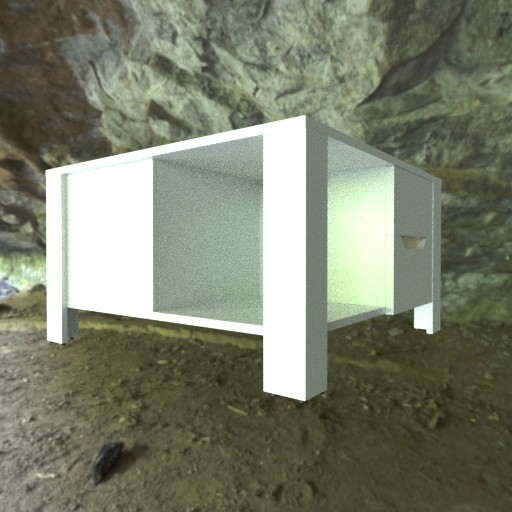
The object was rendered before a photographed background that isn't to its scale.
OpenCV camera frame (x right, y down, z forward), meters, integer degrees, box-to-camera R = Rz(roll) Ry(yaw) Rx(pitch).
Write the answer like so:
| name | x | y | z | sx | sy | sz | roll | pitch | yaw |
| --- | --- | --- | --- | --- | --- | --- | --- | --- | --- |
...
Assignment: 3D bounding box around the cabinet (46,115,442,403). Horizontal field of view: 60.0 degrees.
| name | x | y | z | sx | sy | sz | roll | pitch | yaw |
| --- | --- | --- | --- | --- | --- | --- | --- | --- | --- |
| cabinet | 0.000 | 0.000 | 1.261 | 0.800 | 0.460 | 0.800 | 1 | 1 | 37 |
